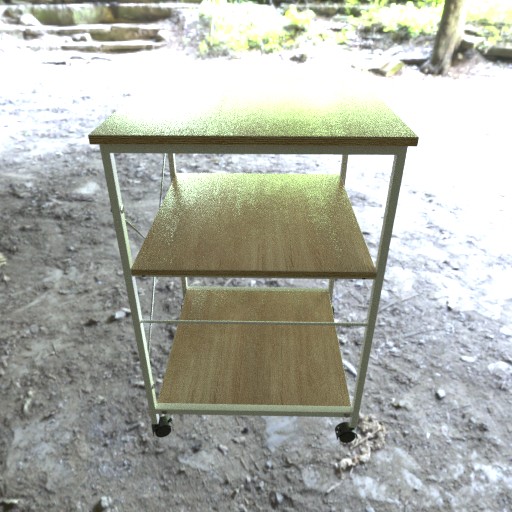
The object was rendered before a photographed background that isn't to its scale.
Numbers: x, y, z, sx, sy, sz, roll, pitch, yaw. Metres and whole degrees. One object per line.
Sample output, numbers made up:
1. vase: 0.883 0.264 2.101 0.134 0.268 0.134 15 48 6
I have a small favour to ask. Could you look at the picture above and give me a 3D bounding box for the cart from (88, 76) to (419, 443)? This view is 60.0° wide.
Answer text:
1. cart: 0.000 0.000 1.115 0.520 0.762 0.521 1 32 1
